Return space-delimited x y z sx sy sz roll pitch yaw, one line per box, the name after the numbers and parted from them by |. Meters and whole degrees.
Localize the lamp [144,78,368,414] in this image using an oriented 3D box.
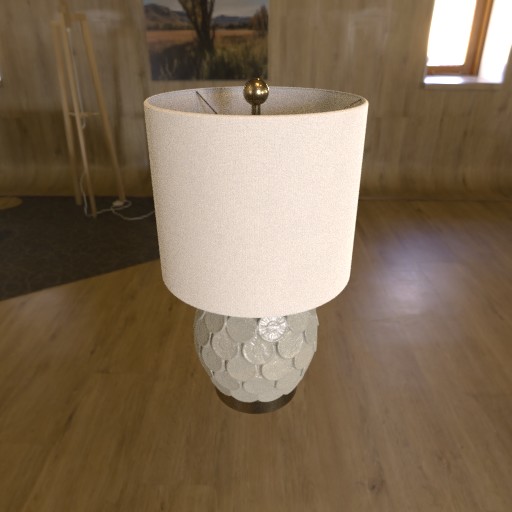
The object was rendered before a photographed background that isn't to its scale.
0.000 0.000 0.604 0.254 0.452 0.254 0 27 0 | lamp
